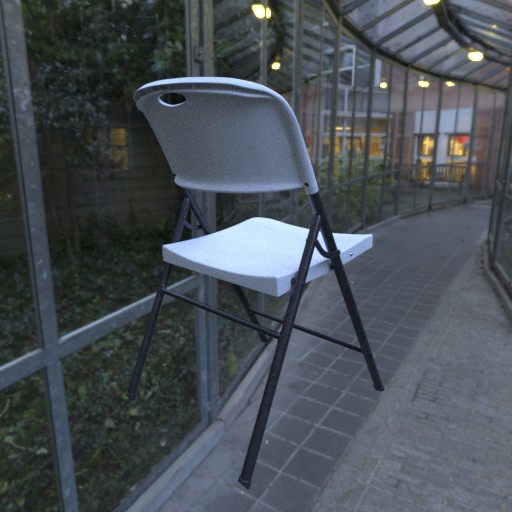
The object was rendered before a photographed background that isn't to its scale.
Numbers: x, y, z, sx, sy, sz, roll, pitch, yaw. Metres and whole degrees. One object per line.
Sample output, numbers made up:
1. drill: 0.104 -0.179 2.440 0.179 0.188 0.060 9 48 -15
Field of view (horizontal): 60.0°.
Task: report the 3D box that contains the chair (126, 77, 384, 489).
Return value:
1. chair: 0.000 0.000 1.160 0.566 0.810 0.494 -13 19 -43
